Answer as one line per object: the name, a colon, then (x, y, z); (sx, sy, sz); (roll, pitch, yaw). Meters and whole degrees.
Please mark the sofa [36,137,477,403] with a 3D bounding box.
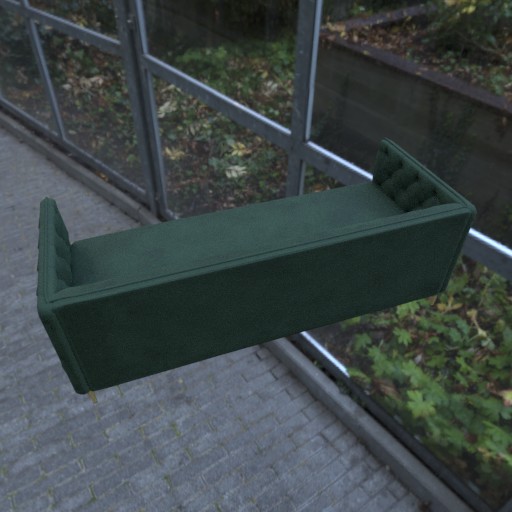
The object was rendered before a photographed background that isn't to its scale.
sofa: (0.000, 0.000, 2.588); (2.209, 0.771, 0.895); (-13, 43, -14)
